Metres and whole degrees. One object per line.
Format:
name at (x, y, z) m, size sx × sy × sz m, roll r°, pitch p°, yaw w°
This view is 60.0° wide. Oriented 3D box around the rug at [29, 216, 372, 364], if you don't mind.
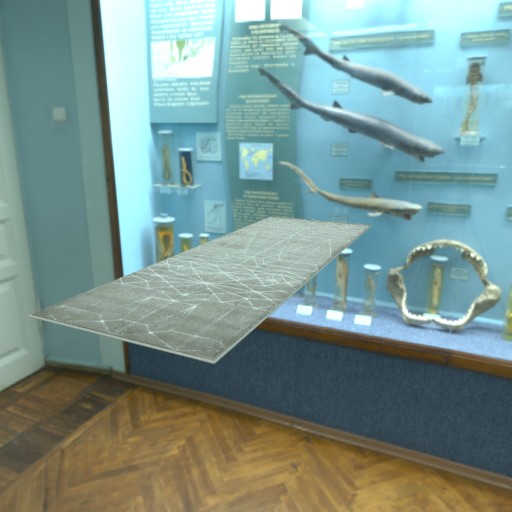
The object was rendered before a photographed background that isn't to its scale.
rug at (0.000, 0.000, 2.626) m, size 0.864 × 0.012 × 2.388 m, roll 7°, pitch 17°, yaw 25°
